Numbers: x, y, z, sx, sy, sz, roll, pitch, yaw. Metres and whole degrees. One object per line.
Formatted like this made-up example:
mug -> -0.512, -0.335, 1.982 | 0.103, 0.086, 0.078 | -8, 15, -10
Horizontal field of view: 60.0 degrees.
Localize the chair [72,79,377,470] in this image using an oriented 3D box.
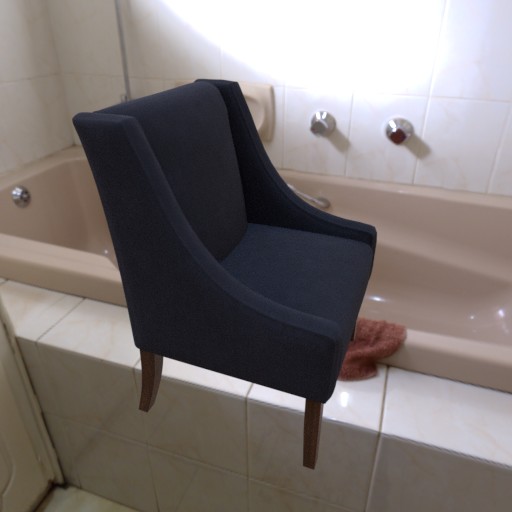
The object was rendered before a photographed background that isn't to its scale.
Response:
chair -> 0.000, 0.000, 1.309 | 0.629, 0.895, 0.629 | 11, 31, 19
